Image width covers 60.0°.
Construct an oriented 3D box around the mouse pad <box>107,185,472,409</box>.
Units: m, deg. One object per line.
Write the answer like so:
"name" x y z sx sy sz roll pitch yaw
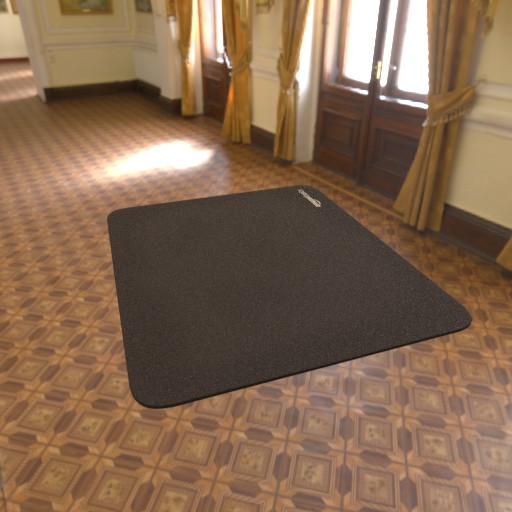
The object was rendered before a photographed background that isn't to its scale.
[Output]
"mouse pad" 0.000 0.000 0.343 0.211 0.002 0.249 -10 32 -16
